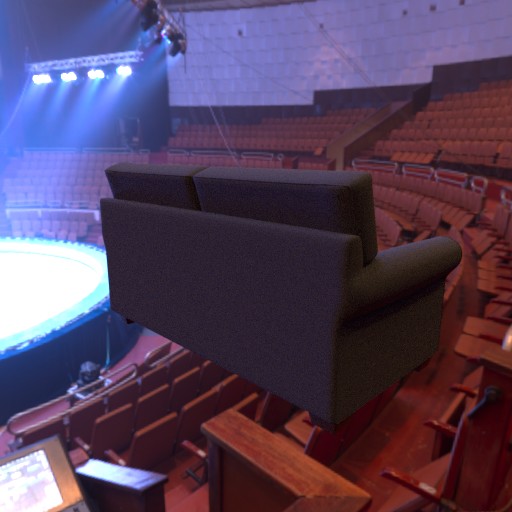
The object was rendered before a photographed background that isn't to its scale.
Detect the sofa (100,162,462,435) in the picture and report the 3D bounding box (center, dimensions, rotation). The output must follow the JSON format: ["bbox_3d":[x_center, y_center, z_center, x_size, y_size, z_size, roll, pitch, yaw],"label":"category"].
[{"bbox_3d":[0.000,0.000,2.509,0.940,1.020,1.930,-13,18,-43],"label":"sofa"}]
